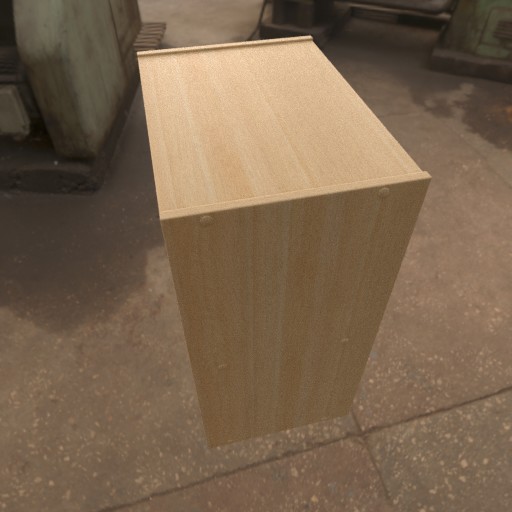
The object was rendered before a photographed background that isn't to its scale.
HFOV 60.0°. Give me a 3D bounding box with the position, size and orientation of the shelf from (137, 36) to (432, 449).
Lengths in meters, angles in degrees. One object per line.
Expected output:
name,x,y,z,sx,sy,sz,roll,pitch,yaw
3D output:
shelf,0.000,0.000,0.804,0.290,0.592,0.414,-10,47,-9
